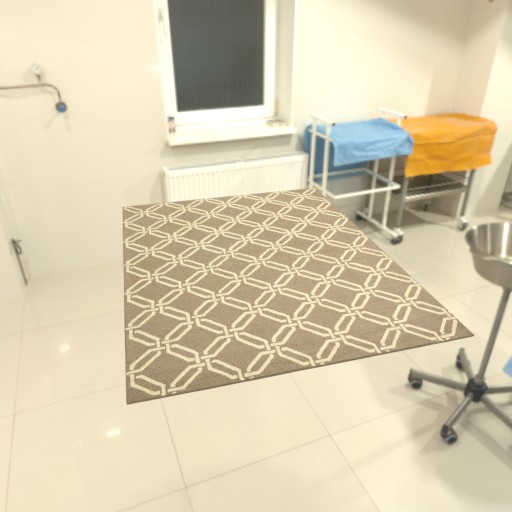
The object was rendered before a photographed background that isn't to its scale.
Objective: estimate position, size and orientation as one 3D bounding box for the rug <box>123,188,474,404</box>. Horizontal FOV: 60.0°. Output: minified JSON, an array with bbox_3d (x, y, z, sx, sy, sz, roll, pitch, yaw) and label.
[{"bbox_3d":[0.000,0.000,3.955,2.288,0.018,2.895,-8,30,-13],"label":"rug"}]
